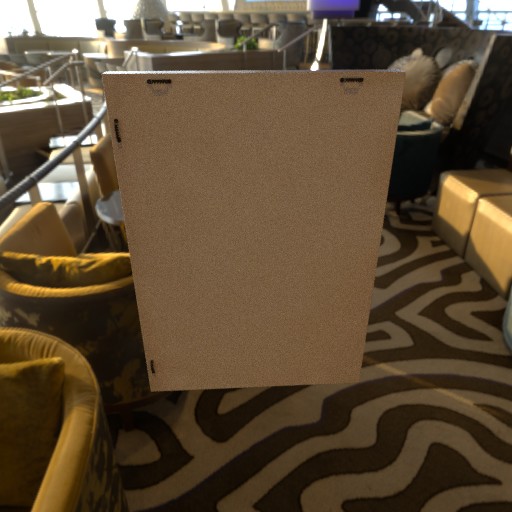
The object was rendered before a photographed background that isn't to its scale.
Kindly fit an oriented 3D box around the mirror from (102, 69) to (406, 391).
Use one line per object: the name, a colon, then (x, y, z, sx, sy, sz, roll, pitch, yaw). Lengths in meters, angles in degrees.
mirror: (0.000, 0.000, 0.920, 0.507, 0.710, 0.040, -2, 29, -3)
